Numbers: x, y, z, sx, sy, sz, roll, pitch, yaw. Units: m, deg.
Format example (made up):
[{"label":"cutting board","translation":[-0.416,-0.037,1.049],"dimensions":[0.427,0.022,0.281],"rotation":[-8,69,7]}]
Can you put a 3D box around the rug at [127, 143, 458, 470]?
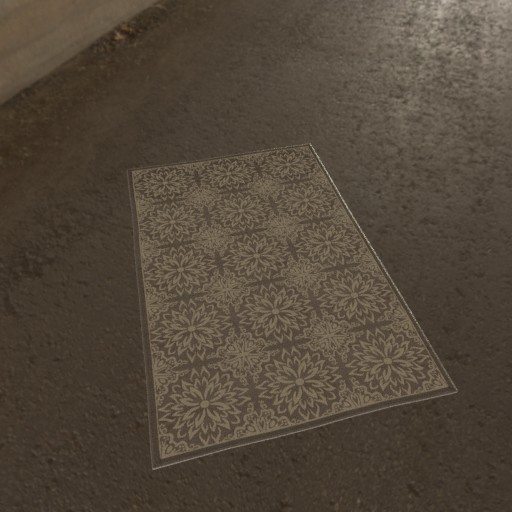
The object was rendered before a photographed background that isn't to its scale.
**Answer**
[{"label":"rug","translation":[0.000,0.000,3.411],"dimensions":[1.819,0.018,2.746],"rotation":[-10,48,-10]}]
